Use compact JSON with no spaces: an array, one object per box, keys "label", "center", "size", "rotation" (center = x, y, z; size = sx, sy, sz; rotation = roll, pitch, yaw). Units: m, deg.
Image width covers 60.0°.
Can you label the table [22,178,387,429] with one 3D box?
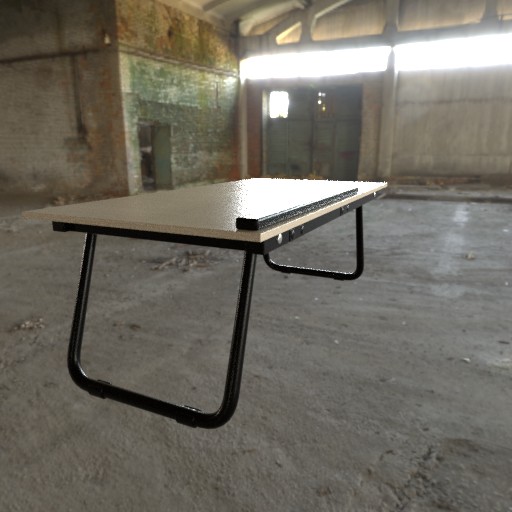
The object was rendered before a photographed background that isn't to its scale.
[{"label":"table","center":[0.000,0.000,0.777],"size":[0.322,0.242,0.644],"rotation":[7,15,25]}]
